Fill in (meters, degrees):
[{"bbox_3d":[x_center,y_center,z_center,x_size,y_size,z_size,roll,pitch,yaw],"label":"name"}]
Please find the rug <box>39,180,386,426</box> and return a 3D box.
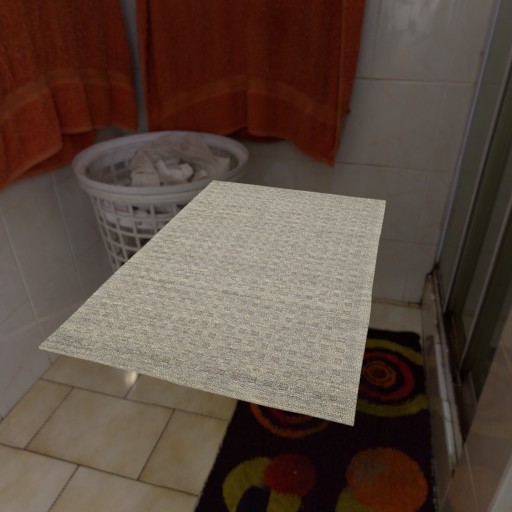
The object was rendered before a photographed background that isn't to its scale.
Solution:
[{"bbox_3d":[0.000,0.000,2.908,1.532,0.018,2.297,9,32,15],"label":"rug"}]
